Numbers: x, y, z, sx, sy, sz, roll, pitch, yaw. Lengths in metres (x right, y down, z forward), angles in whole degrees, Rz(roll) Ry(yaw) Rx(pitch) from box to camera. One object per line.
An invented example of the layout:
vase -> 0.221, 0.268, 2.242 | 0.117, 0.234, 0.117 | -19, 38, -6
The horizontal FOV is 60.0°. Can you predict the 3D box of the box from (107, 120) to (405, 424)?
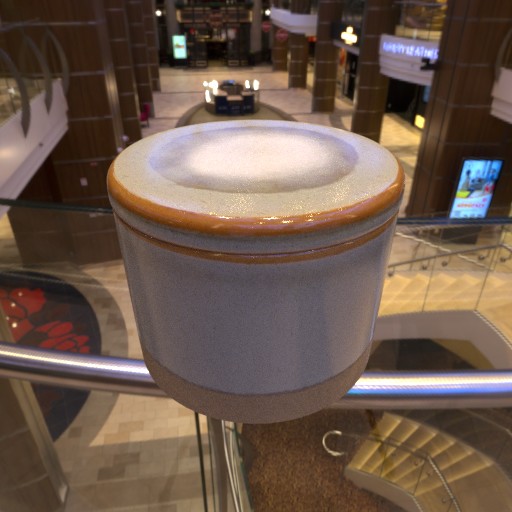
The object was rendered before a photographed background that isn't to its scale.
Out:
box -> 0.000, 0.000, 0.213 | 0.123, 0.100, 0.123 | 0, 32, 0
